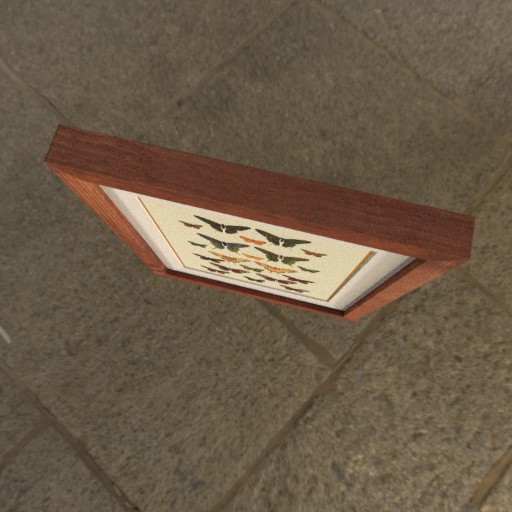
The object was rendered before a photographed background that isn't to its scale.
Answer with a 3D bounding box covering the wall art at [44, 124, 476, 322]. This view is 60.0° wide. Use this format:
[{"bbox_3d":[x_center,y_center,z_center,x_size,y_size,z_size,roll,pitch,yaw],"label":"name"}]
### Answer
[{"bbox_3d":[0.000,0.000,0.603,0.377,0.449,0.039,13,75,4],"label":"wall art"}]
